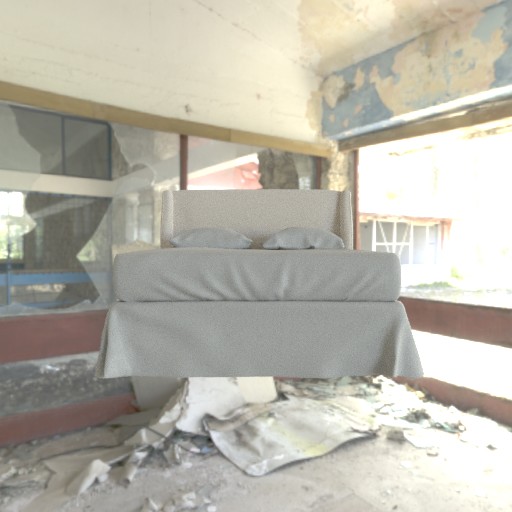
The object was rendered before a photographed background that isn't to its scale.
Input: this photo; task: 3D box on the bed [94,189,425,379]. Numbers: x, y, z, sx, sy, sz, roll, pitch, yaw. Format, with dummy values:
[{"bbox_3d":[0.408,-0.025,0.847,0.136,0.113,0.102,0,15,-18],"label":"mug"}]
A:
[{"bbox_3d":[0.000,0.000,3.490,1.925,1.332,2.276,0,1,0],"label":"bed"}]
